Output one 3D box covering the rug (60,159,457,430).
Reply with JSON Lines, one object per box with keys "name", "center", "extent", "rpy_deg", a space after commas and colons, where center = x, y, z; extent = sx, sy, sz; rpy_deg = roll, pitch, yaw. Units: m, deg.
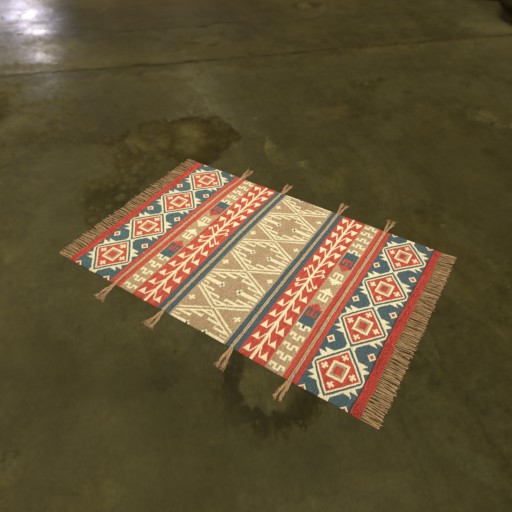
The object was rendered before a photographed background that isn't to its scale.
{"name": "rug", "center": [0.000, 0.000, 3.161], "extent": [2.450, 0.048, 1.778], "rpy_deg": [24, 49, 23]}
